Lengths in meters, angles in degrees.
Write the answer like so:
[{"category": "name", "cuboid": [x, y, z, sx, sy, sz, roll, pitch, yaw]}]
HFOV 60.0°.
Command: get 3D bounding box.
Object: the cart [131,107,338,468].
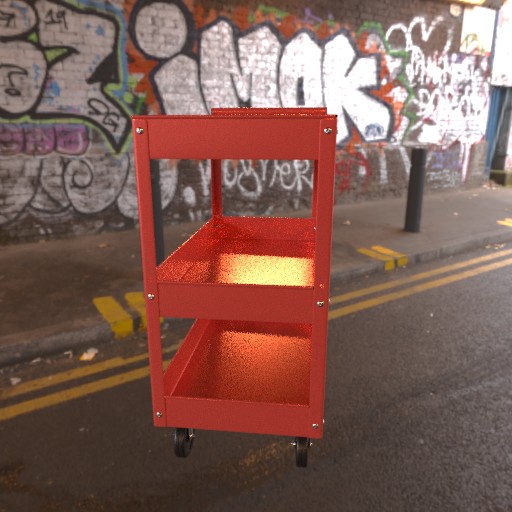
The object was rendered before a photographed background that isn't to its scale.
[{"category": "cart", "cuboid": [0.000, 0.000, 1.173, 0.366, 0.780, 0.719, 2, 16, 6]}]
